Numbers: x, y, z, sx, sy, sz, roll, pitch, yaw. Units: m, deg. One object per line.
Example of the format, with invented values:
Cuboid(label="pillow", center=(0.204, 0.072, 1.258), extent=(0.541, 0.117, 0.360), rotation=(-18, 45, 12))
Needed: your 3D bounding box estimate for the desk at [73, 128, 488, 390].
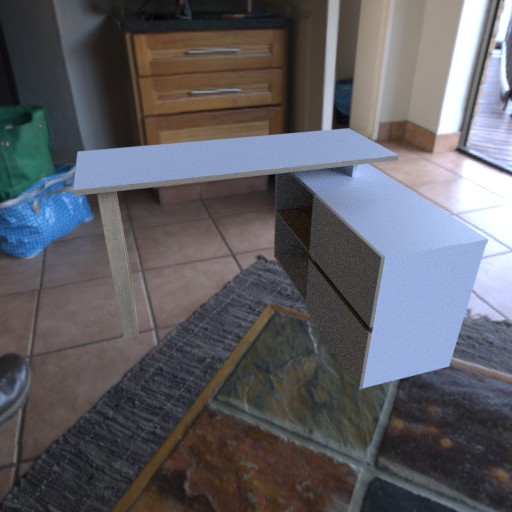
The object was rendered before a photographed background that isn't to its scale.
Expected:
Cuboid(label="desk", center=(0.000, 0.000, 1.985), extent=(1.404, 0.755, 1.098), rotation=(-9, 32, -15))
